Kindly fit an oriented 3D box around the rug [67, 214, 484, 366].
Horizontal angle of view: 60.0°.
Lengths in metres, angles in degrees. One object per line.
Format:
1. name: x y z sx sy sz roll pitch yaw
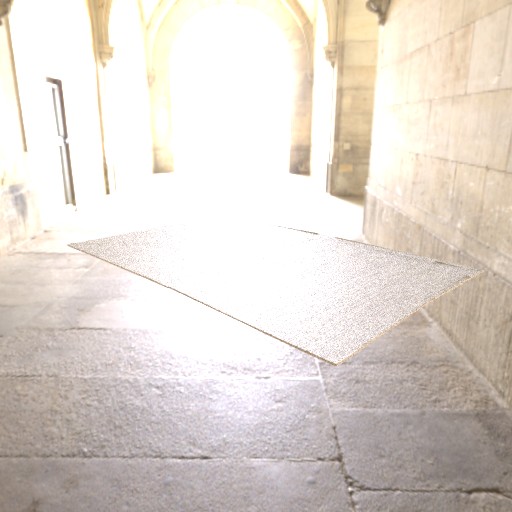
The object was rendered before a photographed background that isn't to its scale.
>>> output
1. rug: 0.000 0.000 2.253 1.179 0.022 1.820 -16 23 -42
